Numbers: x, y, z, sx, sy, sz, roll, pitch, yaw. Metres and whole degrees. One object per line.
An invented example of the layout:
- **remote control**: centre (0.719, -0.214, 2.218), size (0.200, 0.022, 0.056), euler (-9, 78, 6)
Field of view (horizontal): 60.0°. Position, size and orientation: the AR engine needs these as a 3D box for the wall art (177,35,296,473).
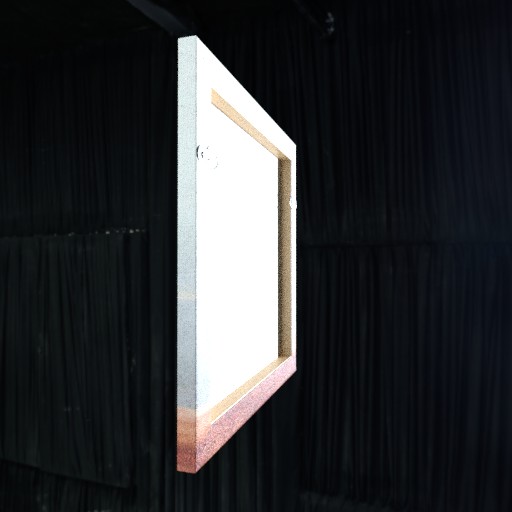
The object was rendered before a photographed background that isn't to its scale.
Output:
- **wall art**: centre (0.000, 0.000, 1.134), size (0.042, 0.760, 0.760), euler (0, -1, 18)
